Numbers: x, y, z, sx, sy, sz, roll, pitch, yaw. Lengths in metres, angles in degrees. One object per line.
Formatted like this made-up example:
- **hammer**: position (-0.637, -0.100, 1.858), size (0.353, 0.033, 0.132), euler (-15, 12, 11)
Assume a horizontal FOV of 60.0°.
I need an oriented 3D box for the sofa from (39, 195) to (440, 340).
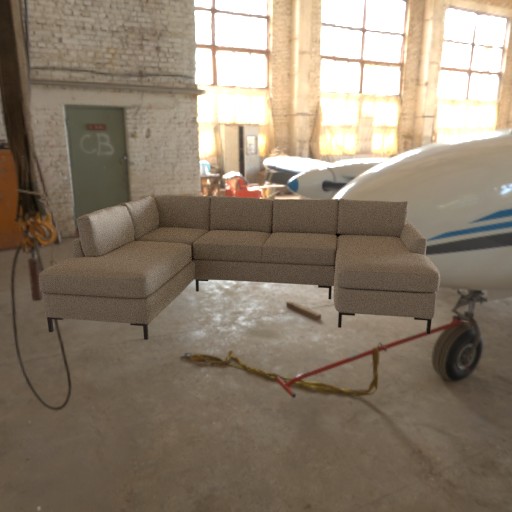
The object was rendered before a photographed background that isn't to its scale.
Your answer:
- **sofa**: position (0.000, 0.000, 3.977), size (2.984, 0.862, 1.989), euler (3, 15, 10)
